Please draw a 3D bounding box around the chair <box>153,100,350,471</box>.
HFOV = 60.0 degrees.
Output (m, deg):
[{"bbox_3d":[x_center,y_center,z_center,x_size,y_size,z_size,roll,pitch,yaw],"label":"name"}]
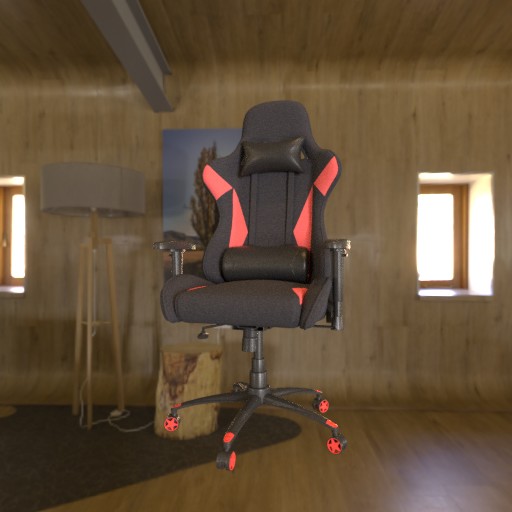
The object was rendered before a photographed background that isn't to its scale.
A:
[{"bbox_3d":[0.000,0.000,1.665,0.695,1.326,0.658,0,0,18],"label":"chair"}]
